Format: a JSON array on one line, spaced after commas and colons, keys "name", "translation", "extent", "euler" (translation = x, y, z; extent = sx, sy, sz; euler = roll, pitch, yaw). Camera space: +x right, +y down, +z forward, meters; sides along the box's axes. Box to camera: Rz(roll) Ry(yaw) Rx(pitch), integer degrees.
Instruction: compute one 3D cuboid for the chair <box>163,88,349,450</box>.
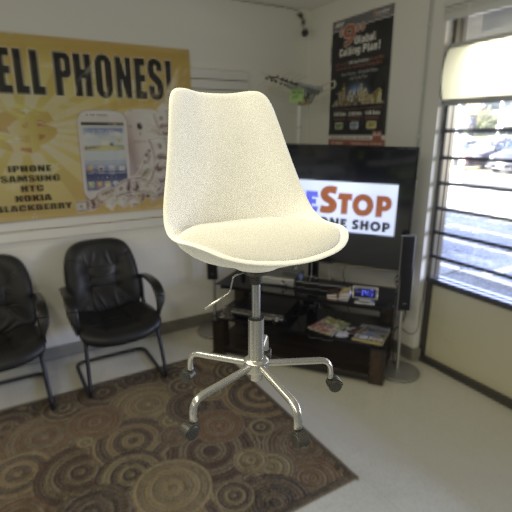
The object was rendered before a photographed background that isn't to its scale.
[{"name": "chair", "translation": [0.000, 0.000, 1.266], "extent": [0.550, 0.930, 0.550], "euler": [-8, 18, -26]}]
